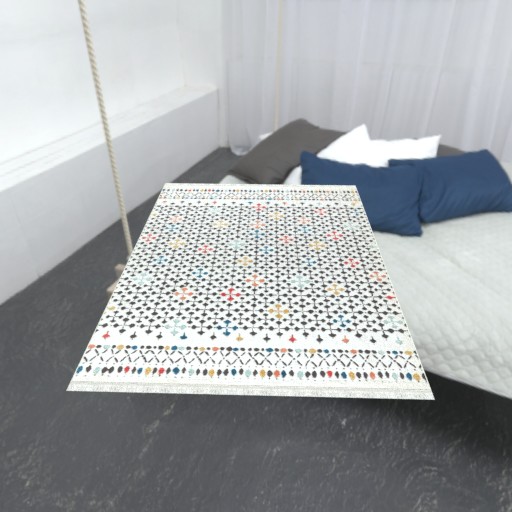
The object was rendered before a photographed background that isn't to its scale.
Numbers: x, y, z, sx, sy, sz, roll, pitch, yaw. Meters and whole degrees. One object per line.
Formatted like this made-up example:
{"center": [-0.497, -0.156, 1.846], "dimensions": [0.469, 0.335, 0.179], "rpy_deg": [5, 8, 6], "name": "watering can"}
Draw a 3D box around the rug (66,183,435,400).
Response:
{"center": [0.000, 0.000, 4.157], "dimensions": [2.354, 0.007, 3.196], "rpy_deg": [1, 34, 1], "name": "rug"}
